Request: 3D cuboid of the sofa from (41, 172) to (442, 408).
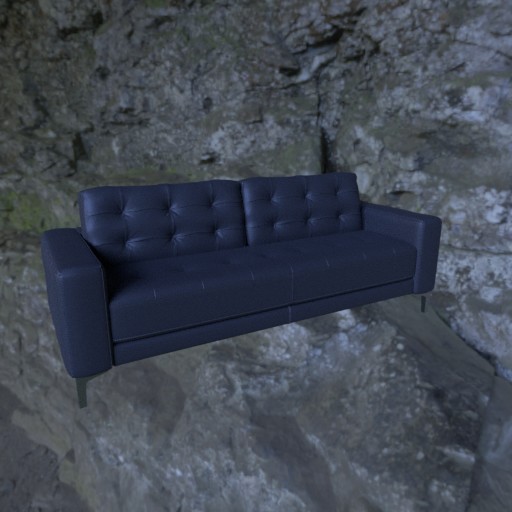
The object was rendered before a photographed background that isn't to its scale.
[{"bbox_3d":[0.000,0.000,2.655,2.275,0.893,0.833,-9,18,-27],"label":"sofa"}]
